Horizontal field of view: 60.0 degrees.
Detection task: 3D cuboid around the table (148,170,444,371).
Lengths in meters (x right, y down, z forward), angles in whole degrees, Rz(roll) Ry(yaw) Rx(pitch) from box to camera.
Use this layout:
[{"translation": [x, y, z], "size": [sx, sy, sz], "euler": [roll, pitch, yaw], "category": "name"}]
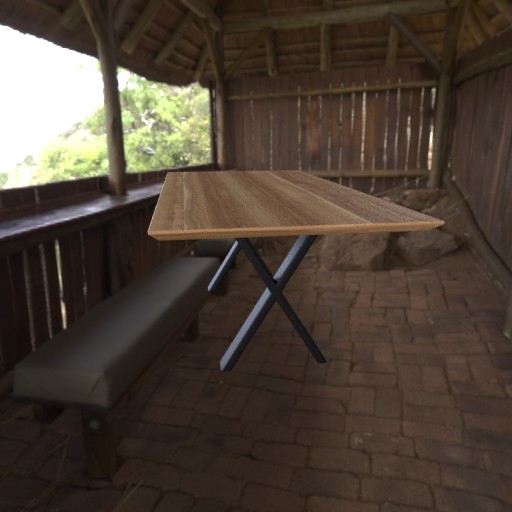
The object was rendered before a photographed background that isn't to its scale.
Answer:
[{"translation": [0.000, 0.000, 2.509], "size": [1.000, 0.770, 2.000], "euler": [-3, 16, -9], "category": "table"}]
